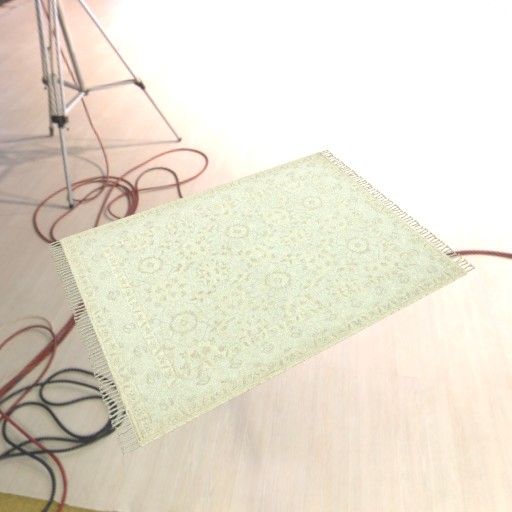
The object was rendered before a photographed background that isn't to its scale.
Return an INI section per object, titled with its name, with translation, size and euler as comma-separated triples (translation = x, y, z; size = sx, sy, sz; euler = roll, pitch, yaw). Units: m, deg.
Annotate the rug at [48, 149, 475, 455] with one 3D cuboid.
[rug]
translation = 0.000, 0.000, 2.219
size = 1.771, 0.015, 1.223
euler = -22, 50, -20
